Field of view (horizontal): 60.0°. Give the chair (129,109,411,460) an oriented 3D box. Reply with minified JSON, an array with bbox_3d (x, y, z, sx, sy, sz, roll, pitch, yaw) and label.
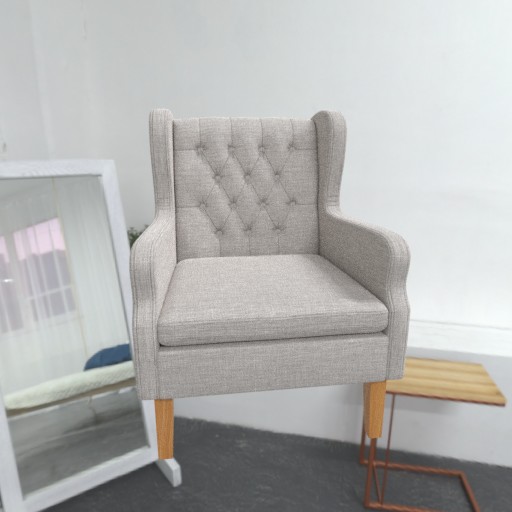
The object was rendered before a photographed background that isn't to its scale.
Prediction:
[{"bbox_3d":[0.000,0.000,1.449,0.710,0.930,0.760,-2,16,-8],"label":"chair"}]
